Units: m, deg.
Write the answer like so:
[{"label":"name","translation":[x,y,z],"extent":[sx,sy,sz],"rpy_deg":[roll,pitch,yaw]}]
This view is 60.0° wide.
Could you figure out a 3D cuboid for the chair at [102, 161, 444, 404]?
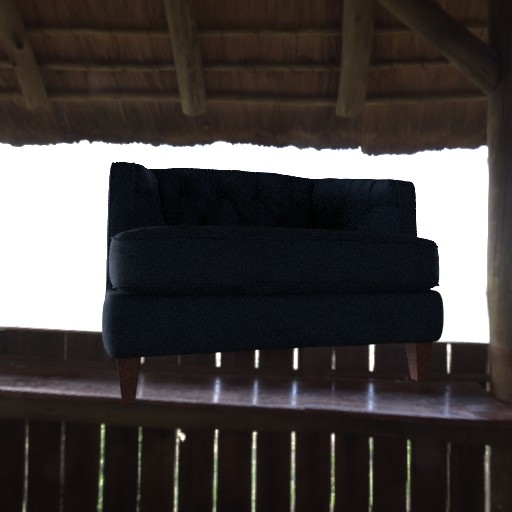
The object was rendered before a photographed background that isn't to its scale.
[{"label":"chair","translation":[0.000,0.000,1.723],"extent":[1.094,0.852,0.940],"rpy_deg":[1,-2,-16]}]
